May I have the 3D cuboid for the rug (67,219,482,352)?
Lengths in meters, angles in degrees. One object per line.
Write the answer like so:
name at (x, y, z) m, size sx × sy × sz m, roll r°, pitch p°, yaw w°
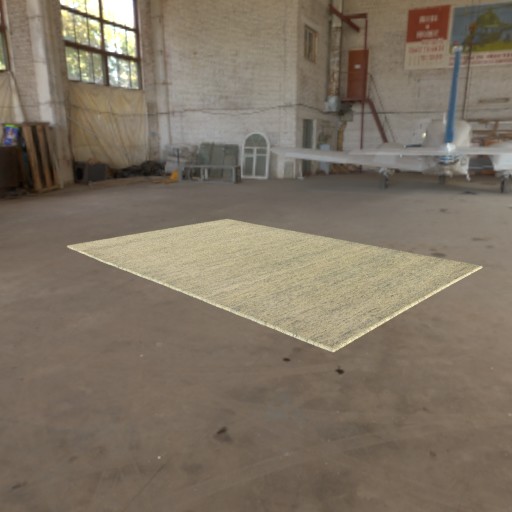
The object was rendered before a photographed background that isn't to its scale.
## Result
rug at (0.000, 0.000, 2.334) m, size 1.846 × 0.014 × 1.243 m, roll 14°, pitch 20°, yaw 43°
